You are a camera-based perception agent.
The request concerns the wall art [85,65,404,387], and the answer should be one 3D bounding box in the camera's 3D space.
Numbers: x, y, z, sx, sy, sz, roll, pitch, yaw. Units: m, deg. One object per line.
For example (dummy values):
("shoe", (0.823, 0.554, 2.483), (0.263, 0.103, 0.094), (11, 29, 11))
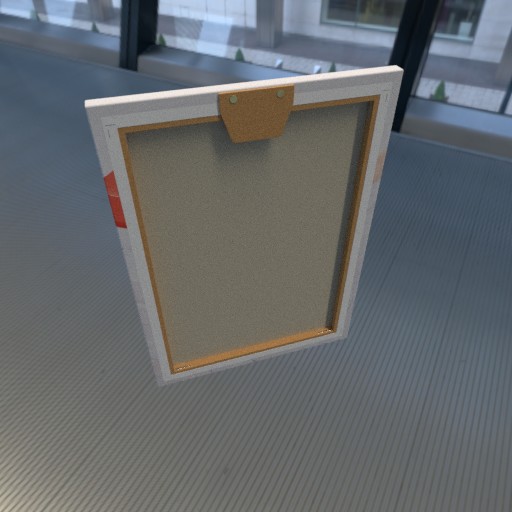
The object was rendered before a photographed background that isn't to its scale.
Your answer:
("wall art", (0.000, 0.000, 1.103), (0.613, 0.848, 0.036), (-12, 42, -13))
